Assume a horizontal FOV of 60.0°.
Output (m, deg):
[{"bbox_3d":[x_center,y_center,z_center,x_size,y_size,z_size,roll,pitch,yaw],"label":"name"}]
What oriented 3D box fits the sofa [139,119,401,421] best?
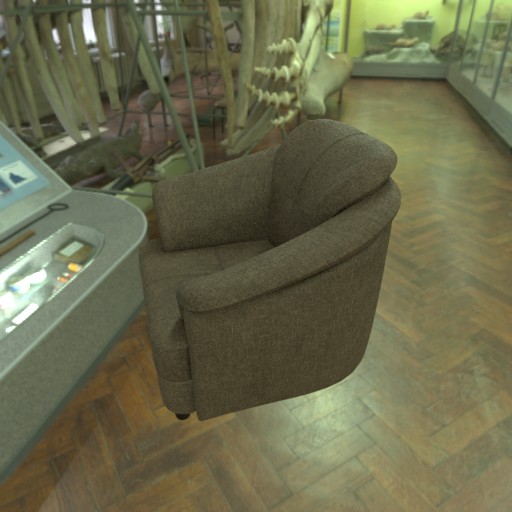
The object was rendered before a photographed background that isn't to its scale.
[{"bbox_3d":[0.000,0.000,1.552,0.794,0.811,0.870,-8,31,-14],"label":"sofa"}]
